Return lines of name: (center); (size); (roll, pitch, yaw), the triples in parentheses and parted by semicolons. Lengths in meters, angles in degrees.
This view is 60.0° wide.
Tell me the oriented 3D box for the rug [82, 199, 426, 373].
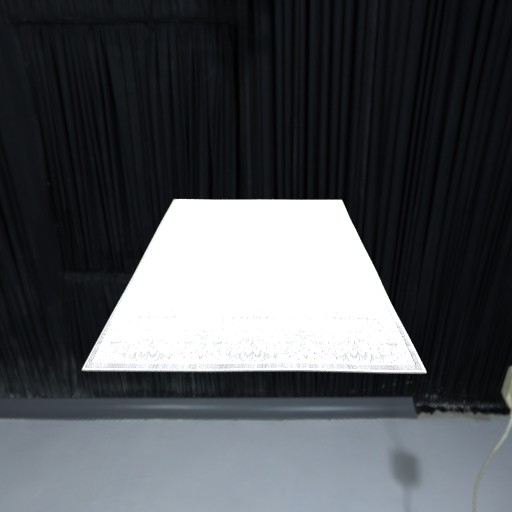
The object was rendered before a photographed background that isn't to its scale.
rug: (0.000, 0.000, 3.563); (1.819, 0.018, 2.746); (0, 26, 1)
